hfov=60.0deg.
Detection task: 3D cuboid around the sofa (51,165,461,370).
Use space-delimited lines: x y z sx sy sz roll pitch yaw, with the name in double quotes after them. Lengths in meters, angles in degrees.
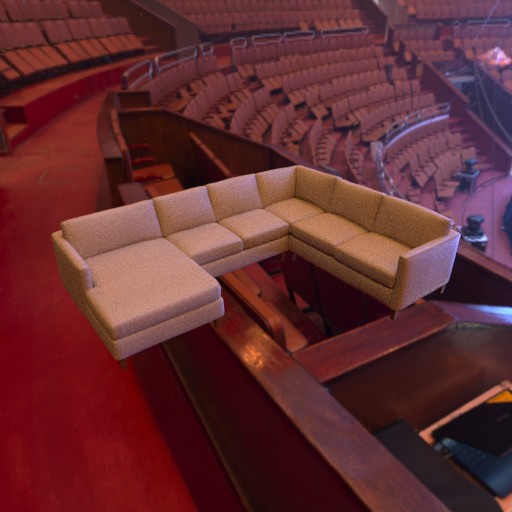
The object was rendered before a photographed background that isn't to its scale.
0.000 0.000 4.713 3.460 0.961 2.594 -20 34 -32 "sofa"
